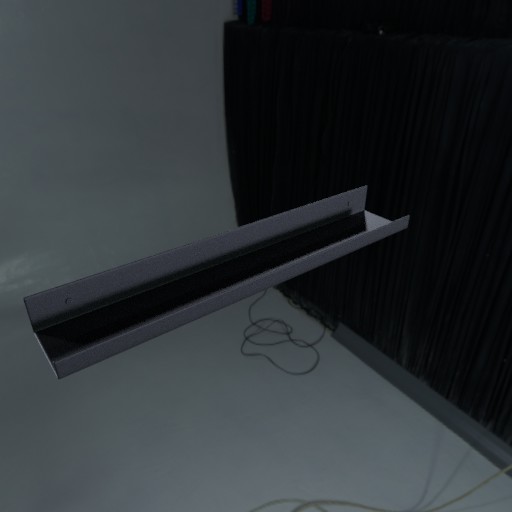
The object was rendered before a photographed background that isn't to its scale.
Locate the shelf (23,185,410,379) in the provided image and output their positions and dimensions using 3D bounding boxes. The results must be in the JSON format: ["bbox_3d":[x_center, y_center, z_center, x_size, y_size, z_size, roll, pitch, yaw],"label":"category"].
[{"bbox_3d":[0.000,0.000,0.653,0.605,0.053,0.102,-21,35,-32],"label":"shelf"}]
